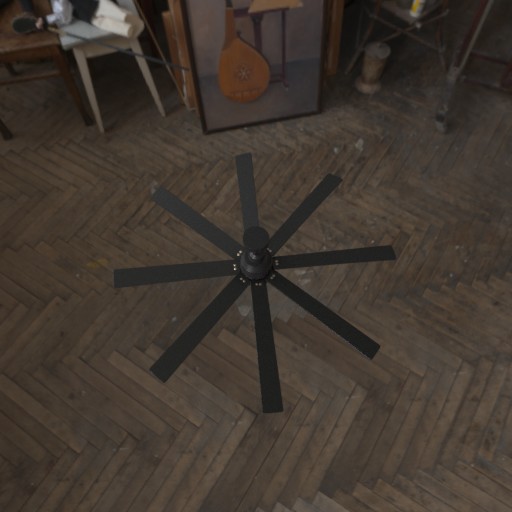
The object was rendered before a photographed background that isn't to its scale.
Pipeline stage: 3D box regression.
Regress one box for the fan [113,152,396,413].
[{"bbox_3d":[0.000,0.000,2.756,1.830,0.472,1.830,36,69,16],"label":"fan"}]
